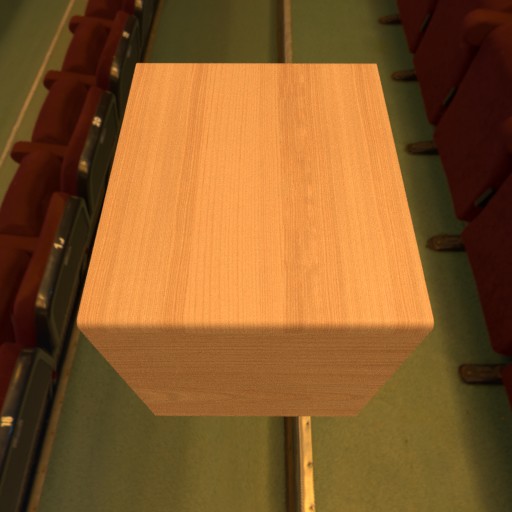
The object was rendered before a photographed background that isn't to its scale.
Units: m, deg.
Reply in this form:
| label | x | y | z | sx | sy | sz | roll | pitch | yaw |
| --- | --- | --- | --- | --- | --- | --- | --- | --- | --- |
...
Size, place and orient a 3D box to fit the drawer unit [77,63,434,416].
| label | x | y | z | sx | sy | sz | roll | pitch | yaw |
| --- | --- | --- | --- | --- | --- | --- | --- | --- | --- |
| drawer unit | 0.000 | 0.000 | 0.594 | 0.290 | 0.344 | 0.344 | 0 | 58 | 0 |
